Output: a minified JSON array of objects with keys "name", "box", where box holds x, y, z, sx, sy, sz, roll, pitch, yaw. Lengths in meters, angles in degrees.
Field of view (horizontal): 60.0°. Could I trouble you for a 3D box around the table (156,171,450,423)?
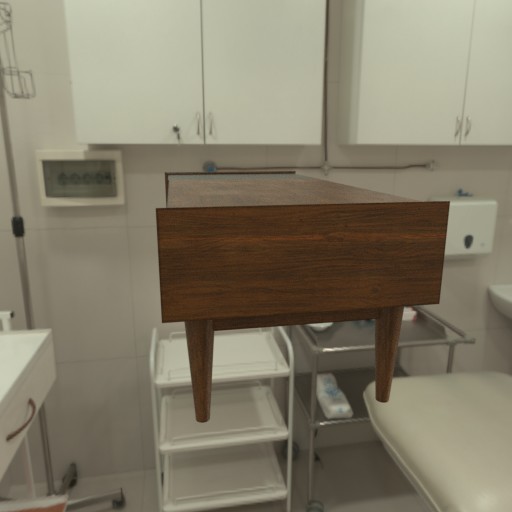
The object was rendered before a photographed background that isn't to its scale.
[{"name":"table","box":[0.000,0.000,1.528,0.610,0.508,1.221,-3,14,-10]}]
